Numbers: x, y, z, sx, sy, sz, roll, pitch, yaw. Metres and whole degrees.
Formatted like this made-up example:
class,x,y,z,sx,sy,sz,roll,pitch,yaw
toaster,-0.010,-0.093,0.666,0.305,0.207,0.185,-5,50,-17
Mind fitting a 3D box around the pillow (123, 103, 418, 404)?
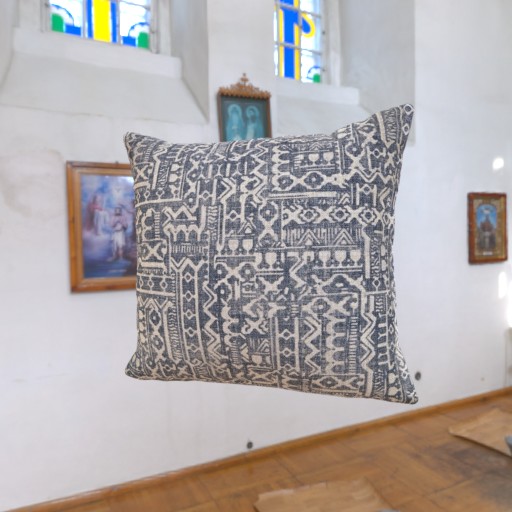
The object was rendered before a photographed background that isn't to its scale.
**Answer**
class,x,y,z,sx,sy,sz,roll,pitch,yaw
pillow,0.000,0.000,0.789,0.546,0.487,0.180,0,1,18
